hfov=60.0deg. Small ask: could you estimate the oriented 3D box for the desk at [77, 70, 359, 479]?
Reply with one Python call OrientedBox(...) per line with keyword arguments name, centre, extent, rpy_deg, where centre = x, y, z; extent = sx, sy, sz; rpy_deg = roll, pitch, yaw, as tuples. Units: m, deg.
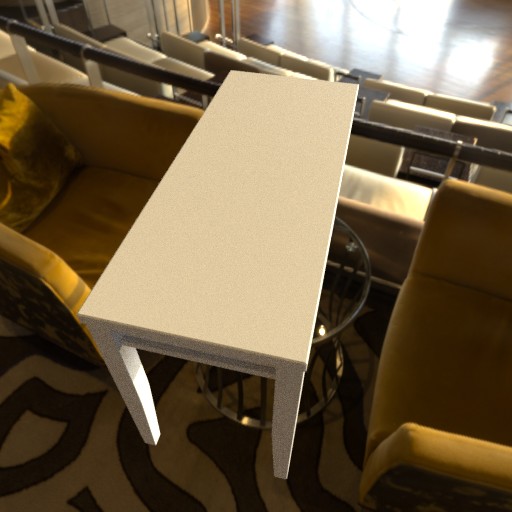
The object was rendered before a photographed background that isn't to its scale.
OrientedBox(name="desk", centre=(0.000, 0.000, 1.607), extent=(0.508, 0.775, 1.220), rpy_deg=(10, 48, 9))
